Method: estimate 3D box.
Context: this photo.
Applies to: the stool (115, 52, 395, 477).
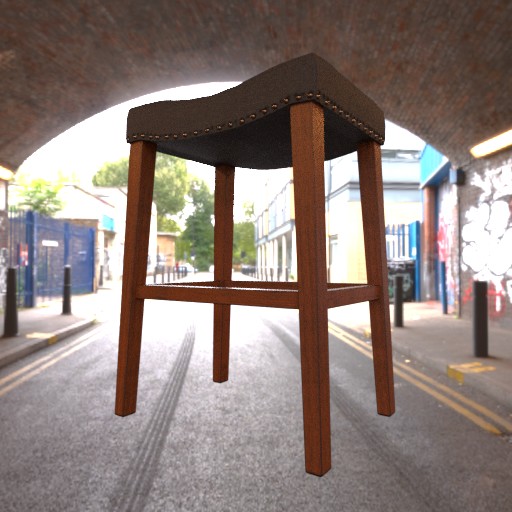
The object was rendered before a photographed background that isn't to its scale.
[{"bbox_3d":[0.000,0.000,0.862,0.439,0.612,0.320,-1,-1,35],"label":"stool"}]
